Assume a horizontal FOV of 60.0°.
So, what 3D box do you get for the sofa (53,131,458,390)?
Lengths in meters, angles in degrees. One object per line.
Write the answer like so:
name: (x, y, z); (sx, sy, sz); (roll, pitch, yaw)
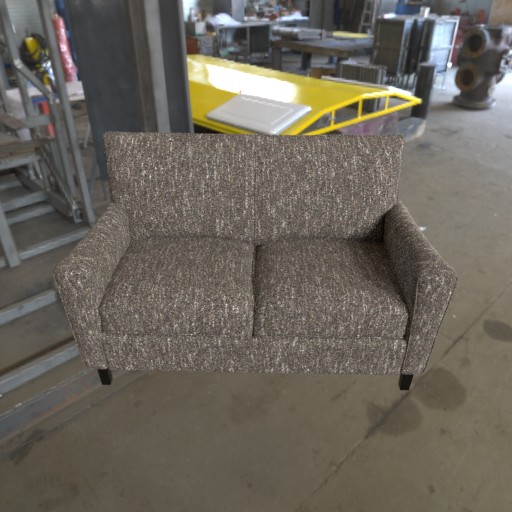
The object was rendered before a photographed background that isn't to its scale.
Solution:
sofa: (0.000, 0.000, 2.055); (1.519, 0.946, 0.801); (1, 32, 1)
